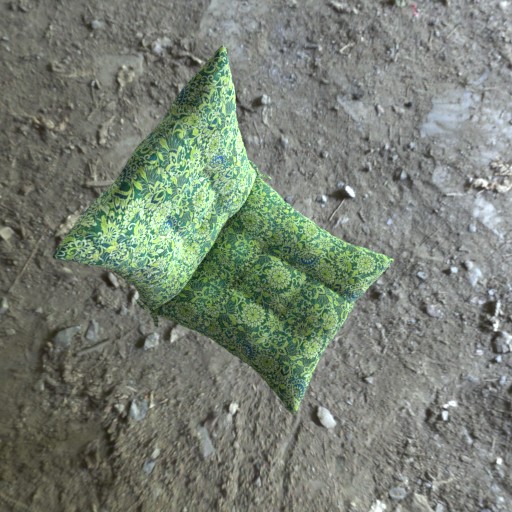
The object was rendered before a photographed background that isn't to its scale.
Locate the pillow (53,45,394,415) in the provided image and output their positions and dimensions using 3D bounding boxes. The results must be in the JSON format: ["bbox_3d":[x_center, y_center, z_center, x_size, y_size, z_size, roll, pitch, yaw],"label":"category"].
[{"bbox_3d":[0.000,0.000,1.016,0.585,0.536,0.541,34,78,8],"label":"pillow"}]
